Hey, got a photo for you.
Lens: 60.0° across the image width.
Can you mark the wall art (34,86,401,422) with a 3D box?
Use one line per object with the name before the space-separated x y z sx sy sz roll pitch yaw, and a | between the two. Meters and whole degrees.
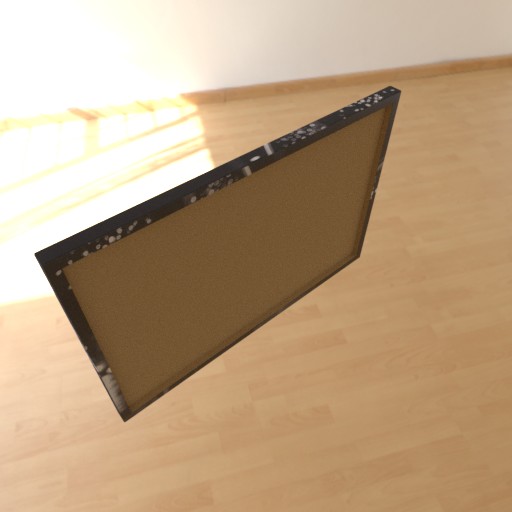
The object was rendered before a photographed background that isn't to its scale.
wall art | 0.000 0.000 1.134 0.914 0.609 0.038 -31 54 -26
